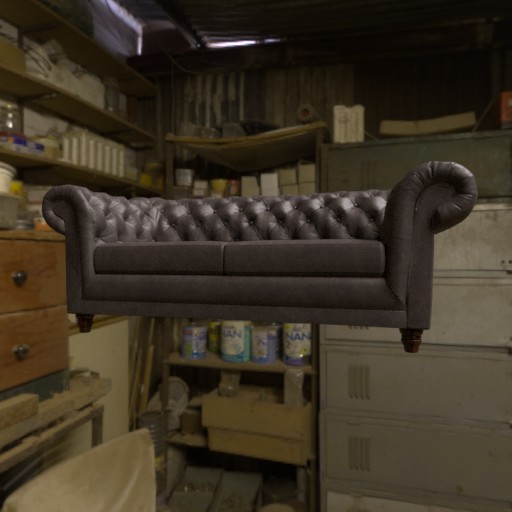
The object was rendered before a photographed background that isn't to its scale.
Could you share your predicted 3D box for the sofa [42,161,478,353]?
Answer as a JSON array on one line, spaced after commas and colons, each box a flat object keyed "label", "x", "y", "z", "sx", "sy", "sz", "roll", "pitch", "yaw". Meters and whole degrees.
[{"label": "sofa", "x": 0.000, "y": 0.000, "z": 2.402, "sx": 2.048, "sy": 0.779, "sz": 0.944, "roll": 0, "pitch": 0, "yaw": 18}]
